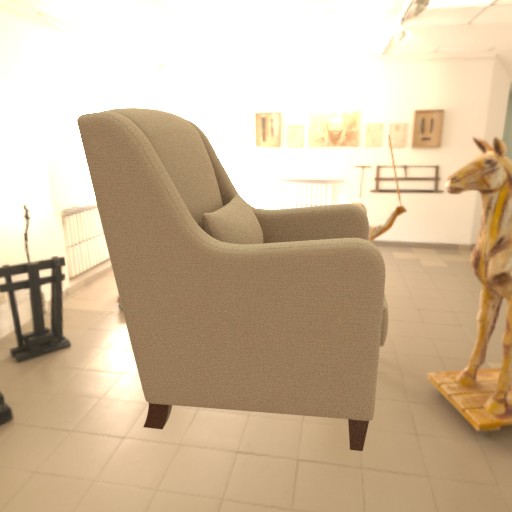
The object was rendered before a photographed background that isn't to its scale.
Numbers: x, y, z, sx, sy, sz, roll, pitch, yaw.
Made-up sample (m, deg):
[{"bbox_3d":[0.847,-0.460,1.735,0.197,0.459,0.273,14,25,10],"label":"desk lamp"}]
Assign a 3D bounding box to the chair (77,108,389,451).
[{"bbox_3d":[0.000,0.000,1.599,0.896,1.017,0.715,3,16,9],"label":"chair"}]
